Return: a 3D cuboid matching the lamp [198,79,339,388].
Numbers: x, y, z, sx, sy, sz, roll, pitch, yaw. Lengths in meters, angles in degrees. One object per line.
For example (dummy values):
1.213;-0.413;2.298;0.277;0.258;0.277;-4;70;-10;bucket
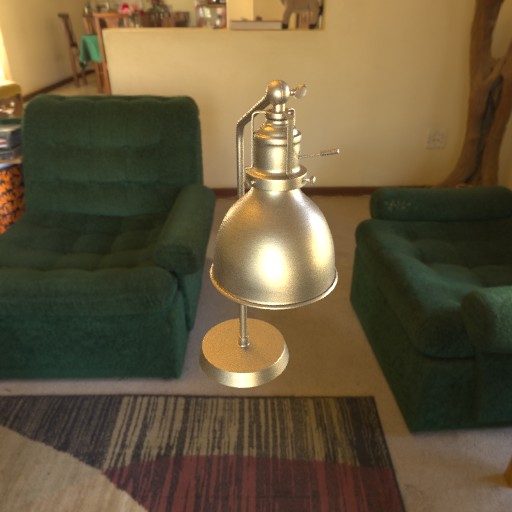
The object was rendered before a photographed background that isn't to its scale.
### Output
0.000;0.000;0.588;0.153;0.456;0.286;-9;31;-16;lamp
